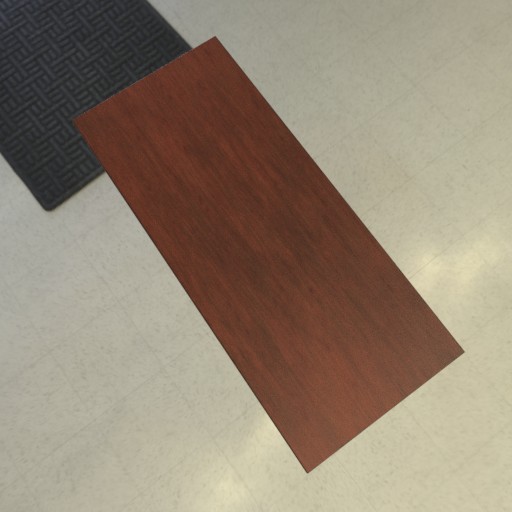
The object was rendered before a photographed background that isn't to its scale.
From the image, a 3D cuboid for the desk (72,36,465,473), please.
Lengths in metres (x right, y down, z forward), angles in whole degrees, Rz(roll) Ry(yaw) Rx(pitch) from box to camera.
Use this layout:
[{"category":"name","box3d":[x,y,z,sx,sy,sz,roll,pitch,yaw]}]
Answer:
[{"category":"desk","box3d":[0.000,0.000,1.810,0.600,0.761,1.372,-34,79,-8]}]
